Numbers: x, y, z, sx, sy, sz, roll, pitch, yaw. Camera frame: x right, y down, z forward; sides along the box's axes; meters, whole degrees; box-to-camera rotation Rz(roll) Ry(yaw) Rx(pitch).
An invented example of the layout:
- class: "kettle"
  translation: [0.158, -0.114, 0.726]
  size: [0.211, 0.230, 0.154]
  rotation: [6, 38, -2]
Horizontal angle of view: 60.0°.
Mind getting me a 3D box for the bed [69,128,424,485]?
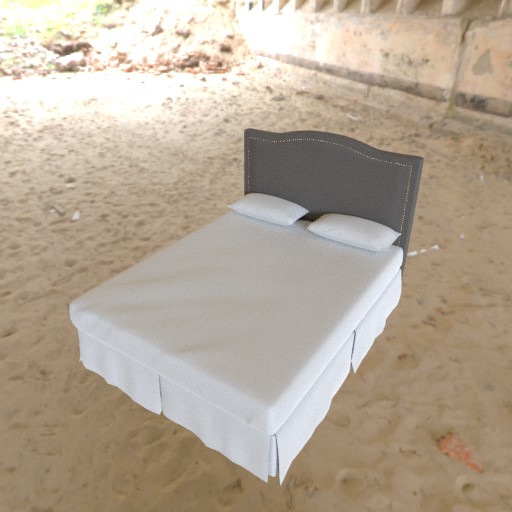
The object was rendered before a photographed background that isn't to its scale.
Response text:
- class: "bed"
  translation: [0.000, 0.000, 3.415]
  size: [1.821, 1.436, 2.282]
  rotation: [18, 35, 29]
